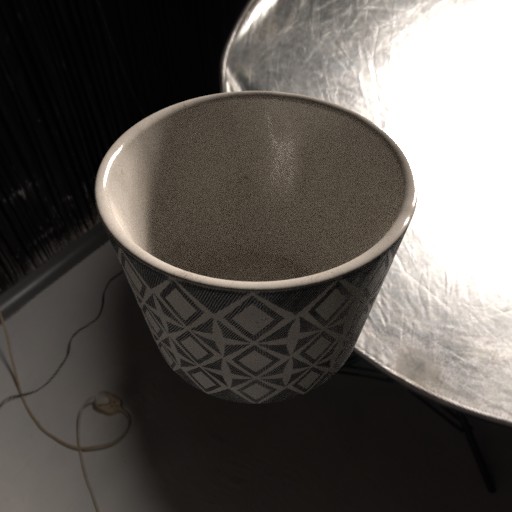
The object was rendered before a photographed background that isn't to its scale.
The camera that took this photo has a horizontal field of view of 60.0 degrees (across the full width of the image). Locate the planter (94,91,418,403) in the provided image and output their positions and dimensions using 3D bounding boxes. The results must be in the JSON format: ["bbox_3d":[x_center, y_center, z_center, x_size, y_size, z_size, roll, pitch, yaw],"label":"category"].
[{"bbox_3d":[0.000,0.000,0.447,0.260,0.220,0.260,0,47,0],"label":"planter"}]
